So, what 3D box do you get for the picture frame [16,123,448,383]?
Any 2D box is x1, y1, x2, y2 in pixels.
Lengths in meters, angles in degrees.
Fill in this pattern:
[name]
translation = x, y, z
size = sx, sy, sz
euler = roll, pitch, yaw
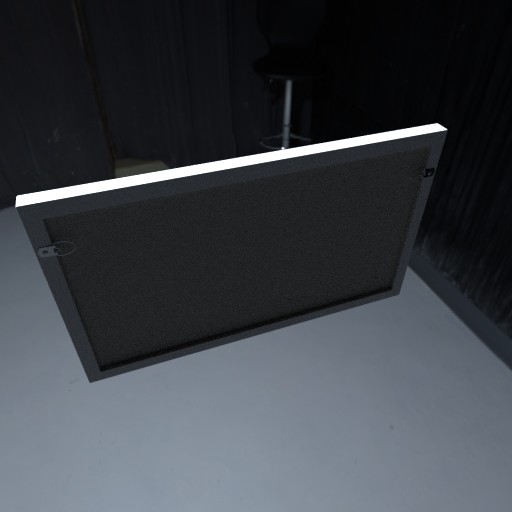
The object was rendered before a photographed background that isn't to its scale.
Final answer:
[picture frame]
translation = 0.000, 0.000, 0.768
size = 0.647, 0.379, 0.044
euler = -13, 42, -15
